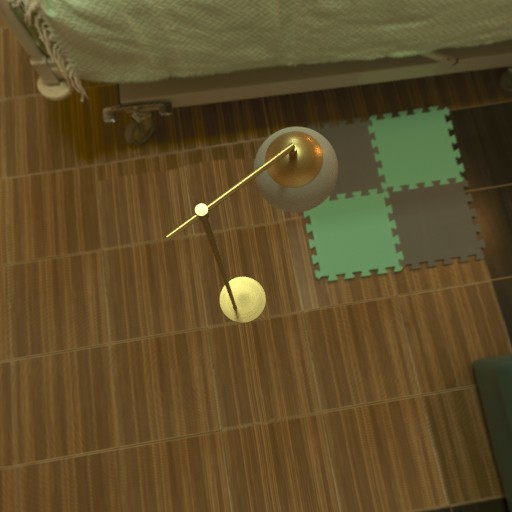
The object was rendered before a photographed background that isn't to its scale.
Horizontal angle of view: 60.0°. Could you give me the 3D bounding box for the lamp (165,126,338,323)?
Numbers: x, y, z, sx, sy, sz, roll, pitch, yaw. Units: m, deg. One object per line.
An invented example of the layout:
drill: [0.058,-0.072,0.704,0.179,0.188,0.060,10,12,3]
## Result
lamp: [0.000,0.000,1.679,0.476,1.505,0.249,-38,79,-9]
